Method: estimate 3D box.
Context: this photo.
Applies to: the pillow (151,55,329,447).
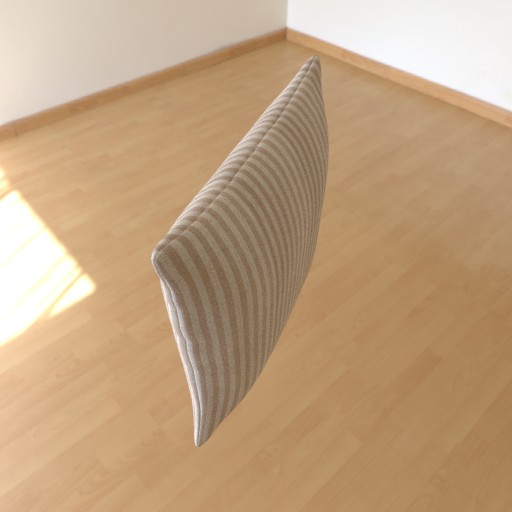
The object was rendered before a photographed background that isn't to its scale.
[{"bbox_3d":[0.000,0.000,0.777,0.166,0.510,0.523,17,49,16],"label":"pillow"}]
